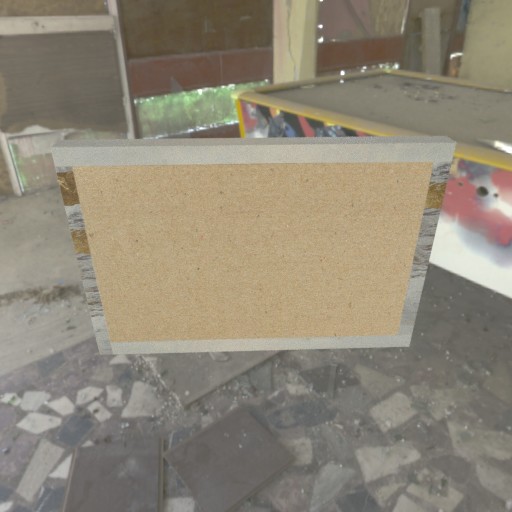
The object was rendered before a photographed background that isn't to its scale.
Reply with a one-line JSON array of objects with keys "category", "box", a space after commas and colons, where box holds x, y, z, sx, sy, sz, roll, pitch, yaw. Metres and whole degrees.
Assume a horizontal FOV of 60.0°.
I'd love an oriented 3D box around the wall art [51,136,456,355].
[{"category": "wall art", "box": [0.000, 0.000, 0.780, 0.606, 0.407, 0.041, -1, 31, -2]}]
